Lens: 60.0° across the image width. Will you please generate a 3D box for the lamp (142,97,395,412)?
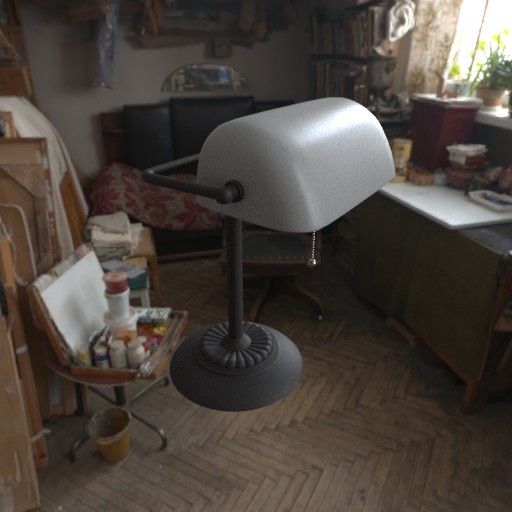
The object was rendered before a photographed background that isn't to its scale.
[{"bbox_3d":[0.000,0.000,0.509,0.243,0.339,0.264,17,31,31],"label":"lamp"}]
